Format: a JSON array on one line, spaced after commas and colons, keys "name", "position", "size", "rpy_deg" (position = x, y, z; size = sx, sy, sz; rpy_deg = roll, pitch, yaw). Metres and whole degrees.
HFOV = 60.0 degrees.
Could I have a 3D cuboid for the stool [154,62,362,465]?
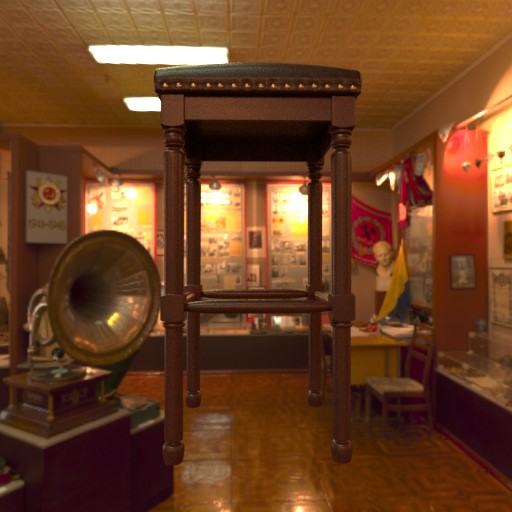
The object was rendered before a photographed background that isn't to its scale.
[{"name": "stool", "position": [0.000, 0.000, 0.989], "size": [0.383, 0.768, 0.382], "rpy_deg": [0, -1, -1]}]
